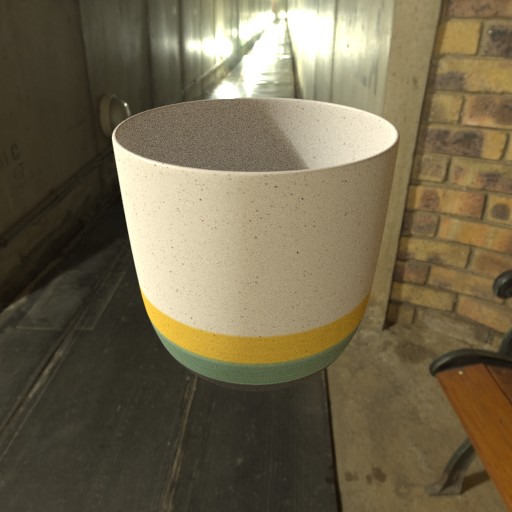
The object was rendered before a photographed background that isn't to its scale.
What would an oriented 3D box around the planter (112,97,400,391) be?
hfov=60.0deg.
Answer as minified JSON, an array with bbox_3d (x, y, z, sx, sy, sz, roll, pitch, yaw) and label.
[{"bbox_3d":[0.000,0.000,0.365,0.195,0.214,0.195,0,31,0],"label":"planter"}]
